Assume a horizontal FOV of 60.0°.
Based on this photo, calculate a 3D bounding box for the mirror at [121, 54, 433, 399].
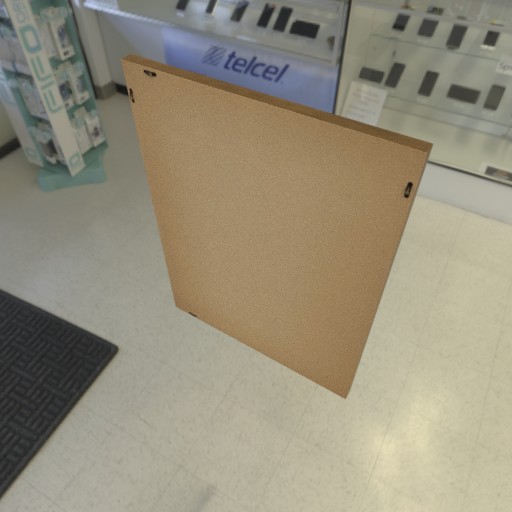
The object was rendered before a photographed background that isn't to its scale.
[{"bbox_3d":[0.000,0.000,1.331,0.762,1.016,0.041,24,52,21],"label":"mirror"}]
